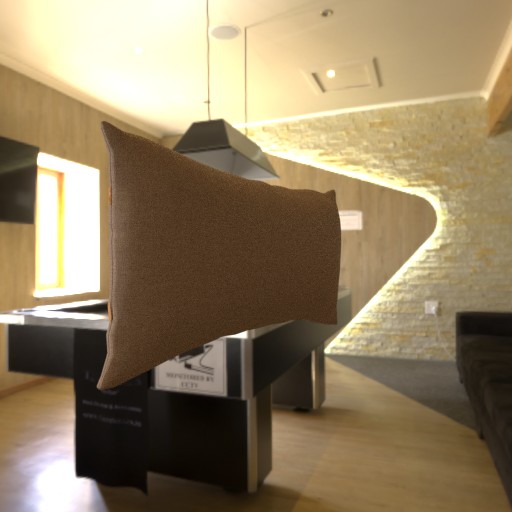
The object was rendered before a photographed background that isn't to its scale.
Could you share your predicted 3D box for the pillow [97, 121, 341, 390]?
[{"bbox_3d":[0.000,0.000,0.750,0.148,0.308,0.612,0,0,36],"label":"pillow"}]
